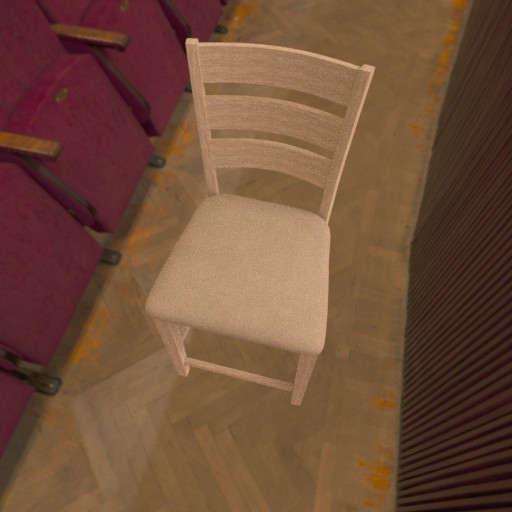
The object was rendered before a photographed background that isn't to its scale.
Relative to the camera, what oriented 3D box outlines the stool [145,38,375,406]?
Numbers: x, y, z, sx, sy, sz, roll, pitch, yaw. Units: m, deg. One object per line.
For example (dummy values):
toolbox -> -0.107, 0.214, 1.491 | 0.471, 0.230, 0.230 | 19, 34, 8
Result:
stool -> 0.000, 0.000, 1.331 | 0.484, 1.032, 0.569 | 12, 59, 7
